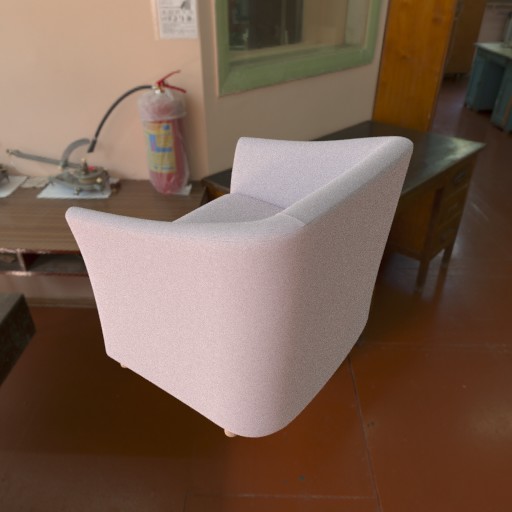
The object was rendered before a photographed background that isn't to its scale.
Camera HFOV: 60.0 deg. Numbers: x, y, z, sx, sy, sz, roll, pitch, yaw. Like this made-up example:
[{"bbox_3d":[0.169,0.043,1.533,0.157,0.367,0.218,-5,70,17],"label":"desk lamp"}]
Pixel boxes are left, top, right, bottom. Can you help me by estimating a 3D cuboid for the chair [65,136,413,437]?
[{"bbox_3d":[0.000,0.000,1.377,0.700,0.720,0.790,21,38,30],"label":"chair"}]
